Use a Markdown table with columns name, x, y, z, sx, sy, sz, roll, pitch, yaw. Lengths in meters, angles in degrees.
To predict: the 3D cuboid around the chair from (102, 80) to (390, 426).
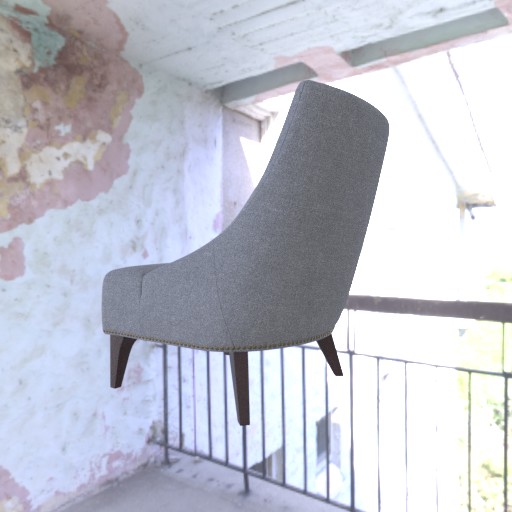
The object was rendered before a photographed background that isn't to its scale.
| name | x | y | z | sx | sy | sz | roll | pitch | yaw |
| --- | --- | --- | --- | --- | --- | --- | --- | --- | --- |
| chair | 0.000 | 0.000 | 1.546 | 0.861 | 0.909 | 0.701 | 0 | 1 | 37 |
